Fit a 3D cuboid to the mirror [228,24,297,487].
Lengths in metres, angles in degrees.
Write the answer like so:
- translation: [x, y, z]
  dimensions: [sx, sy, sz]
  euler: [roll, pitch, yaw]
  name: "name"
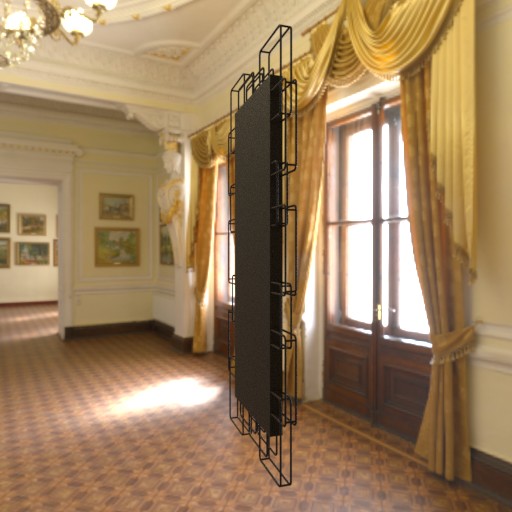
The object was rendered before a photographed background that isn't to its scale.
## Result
- translation: [0.000, 0.000, 1.372]
  dimensions: [0.037, 1.192, 0.565]
  euler: [0, 0, -18]
  name: "mirror"
